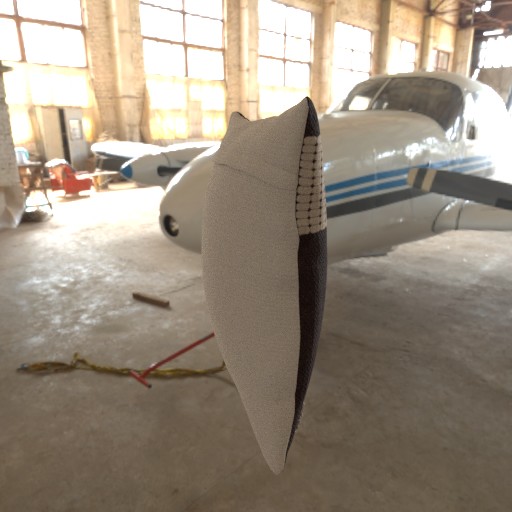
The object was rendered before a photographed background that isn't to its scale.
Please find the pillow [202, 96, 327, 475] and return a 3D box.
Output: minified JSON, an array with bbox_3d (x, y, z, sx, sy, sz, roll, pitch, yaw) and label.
[{"bbox_3d":[0.000,0.000,0.731,0.178,0.473,0.475,-3,17,-10],"label":"pillow"}]
